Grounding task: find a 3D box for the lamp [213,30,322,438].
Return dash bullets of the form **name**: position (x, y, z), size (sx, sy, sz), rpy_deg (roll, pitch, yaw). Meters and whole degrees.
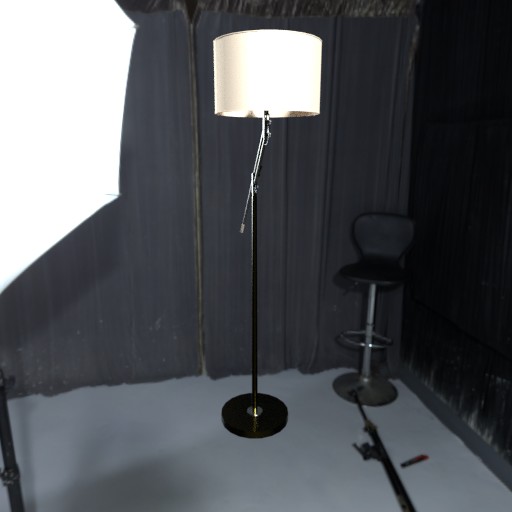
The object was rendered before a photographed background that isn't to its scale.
- **lamp**: position (0.000, 0.000, 1.937), size (0.373, 1.635, 0.809), rpy_deg (-3, 14, -10)
